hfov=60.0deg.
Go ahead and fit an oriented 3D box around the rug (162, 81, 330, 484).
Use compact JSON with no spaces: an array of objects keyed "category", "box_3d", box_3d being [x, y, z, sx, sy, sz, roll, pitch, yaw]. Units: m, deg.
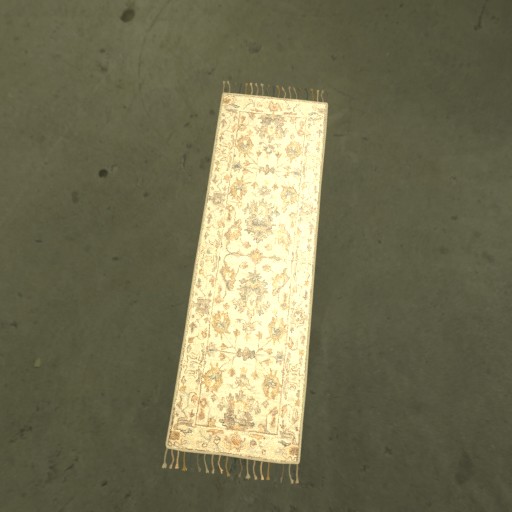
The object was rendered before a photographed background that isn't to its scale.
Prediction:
[{"category":"rug","box_3d":[0.000,0.000,2.669,0.729,0.021,2.438,6,74,2]}]
